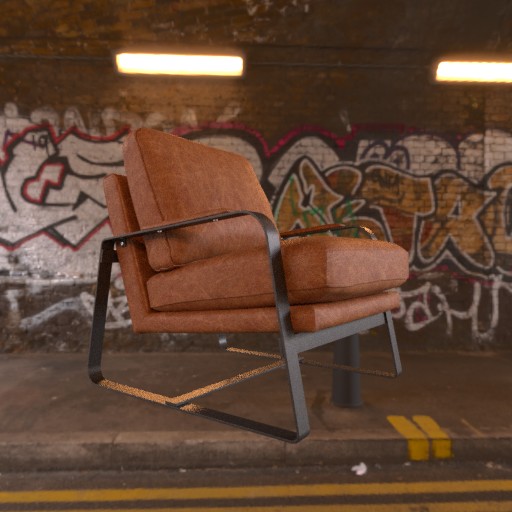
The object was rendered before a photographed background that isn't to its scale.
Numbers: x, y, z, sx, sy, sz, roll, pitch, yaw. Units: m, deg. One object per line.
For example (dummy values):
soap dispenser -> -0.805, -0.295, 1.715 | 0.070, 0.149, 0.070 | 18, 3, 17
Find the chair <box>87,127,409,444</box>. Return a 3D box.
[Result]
chair -> 0.000, 0.000, 1.372 | 0.801, 0.777, 0.651 | 0, 0, 36
